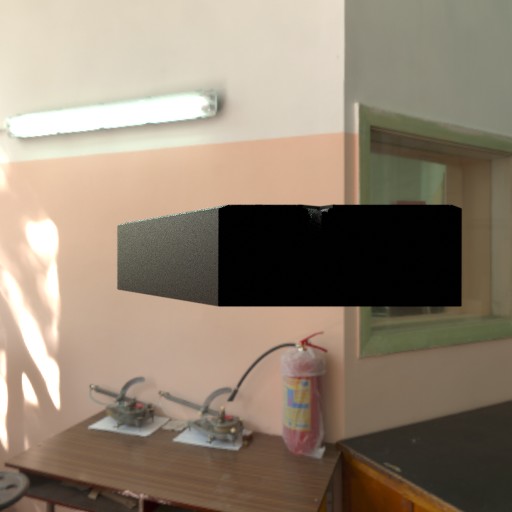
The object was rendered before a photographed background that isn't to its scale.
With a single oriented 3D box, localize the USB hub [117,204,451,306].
[{"bbox_3d":[0.000,0.000,0.126,0.044,0.023,0.110,0,0,-37],"label":"USB hub"}]
